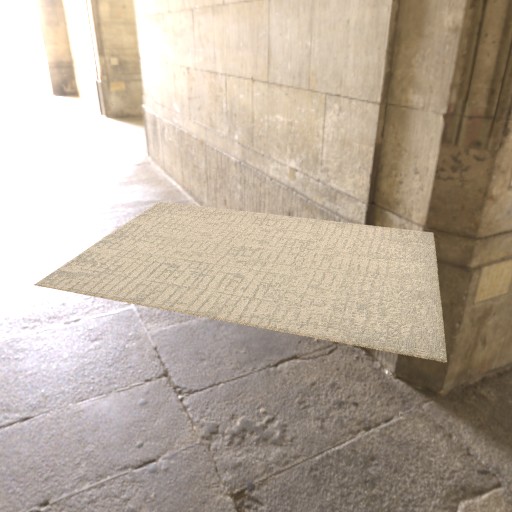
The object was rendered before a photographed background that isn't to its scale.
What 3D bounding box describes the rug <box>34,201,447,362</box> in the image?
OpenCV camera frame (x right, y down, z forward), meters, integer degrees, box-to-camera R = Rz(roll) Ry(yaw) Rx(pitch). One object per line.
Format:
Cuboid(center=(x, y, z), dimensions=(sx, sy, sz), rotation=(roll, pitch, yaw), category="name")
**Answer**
Cuboid(center=(0.000, 0.000, 2.357), dimensions=(1.827, 0.007, 1.211), rotation=(8, 28, 16), category="rug")
